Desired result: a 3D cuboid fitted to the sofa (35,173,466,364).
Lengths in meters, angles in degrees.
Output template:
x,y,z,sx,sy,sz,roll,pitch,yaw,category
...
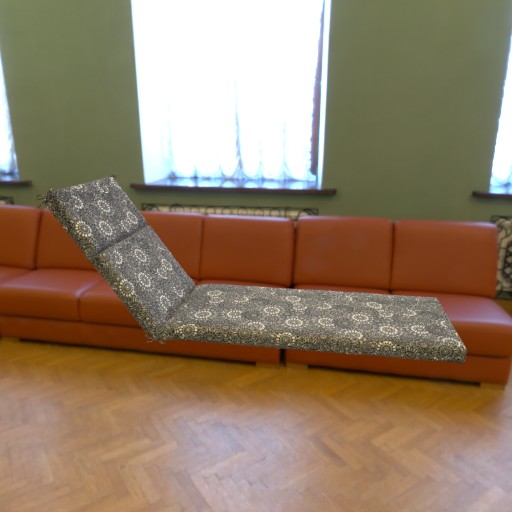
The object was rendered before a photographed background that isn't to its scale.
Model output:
x,y,z,sx,sy,sz,roll,pitch,yaw,category
0.000,0.000,1.919,1.663,0.622,0.582,3,17,9,sofa
